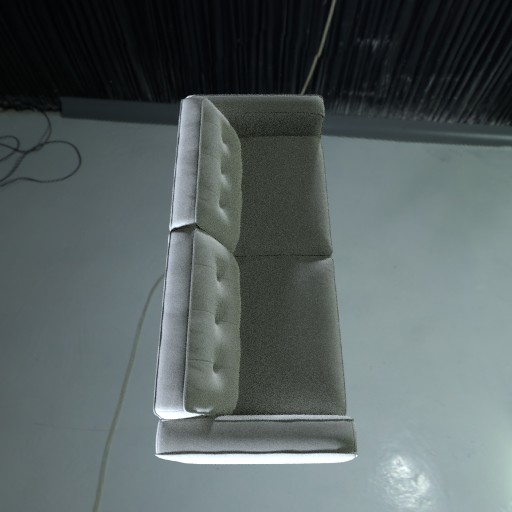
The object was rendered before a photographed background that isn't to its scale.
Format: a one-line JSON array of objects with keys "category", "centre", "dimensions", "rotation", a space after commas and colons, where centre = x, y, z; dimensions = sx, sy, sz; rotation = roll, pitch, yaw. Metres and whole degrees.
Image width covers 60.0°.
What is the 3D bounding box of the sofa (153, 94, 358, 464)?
[{"category": "sofa", "centre": [0.000, 0.000, 2.676], "dimensions": [0.956, 0.781, 2.270], "rotation": [0, 64, 0]}]
